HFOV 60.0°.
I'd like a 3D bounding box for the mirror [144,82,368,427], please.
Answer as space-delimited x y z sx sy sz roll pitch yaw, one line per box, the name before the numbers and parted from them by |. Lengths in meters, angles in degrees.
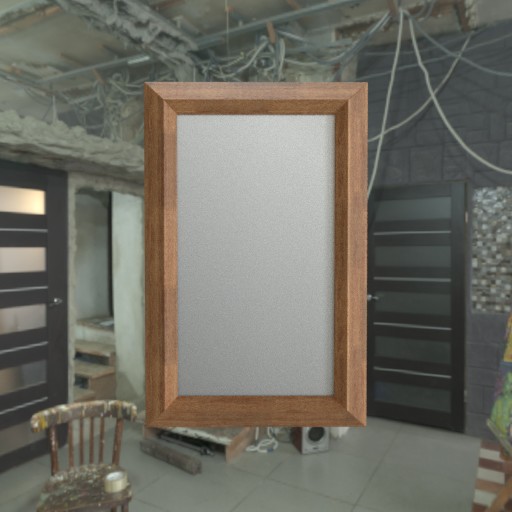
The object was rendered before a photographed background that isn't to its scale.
mirror | 0.000 0.000 1.275 0.651 1.010 0.047 0 1 0
